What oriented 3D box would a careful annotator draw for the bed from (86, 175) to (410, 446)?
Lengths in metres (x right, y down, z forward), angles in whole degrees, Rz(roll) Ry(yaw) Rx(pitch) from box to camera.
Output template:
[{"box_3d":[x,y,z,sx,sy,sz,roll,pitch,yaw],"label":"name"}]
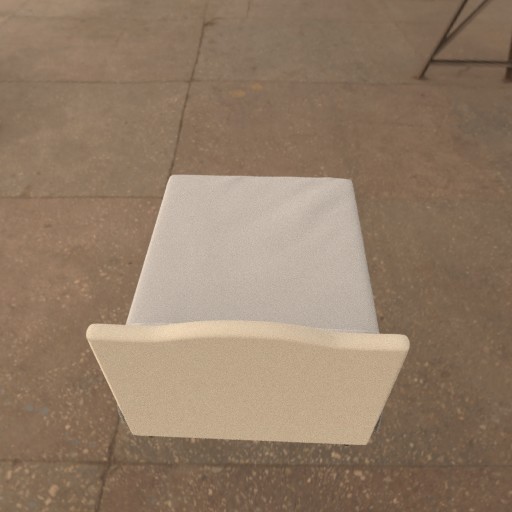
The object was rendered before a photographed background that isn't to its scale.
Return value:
[{"box_3d":[0.000,0.000,3.605,1.977,1.437,2.477,2,46,2],"label":"bed"}]
